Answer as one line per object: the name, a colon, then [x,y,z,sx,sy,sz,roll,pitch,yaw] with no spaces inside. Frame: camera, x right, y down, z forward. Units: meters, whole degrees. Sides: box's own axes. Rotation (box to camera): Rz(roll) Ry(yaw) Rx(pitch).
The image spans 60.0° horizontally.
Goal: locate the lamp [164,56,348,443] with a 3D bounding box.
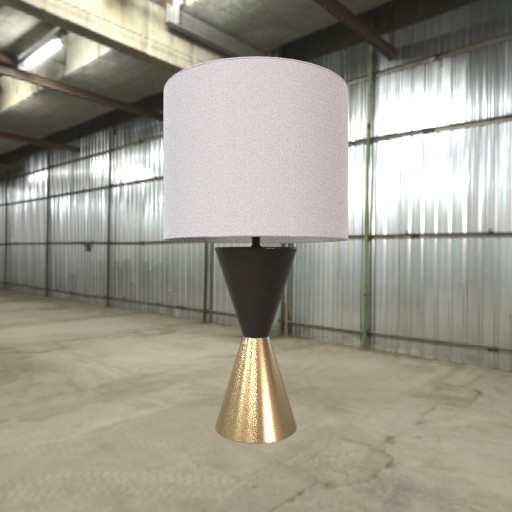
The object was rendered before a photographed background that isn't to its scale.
lamp: [0.000,0.000,0.745,0.304,0.573,0.304,0,0,-19]
